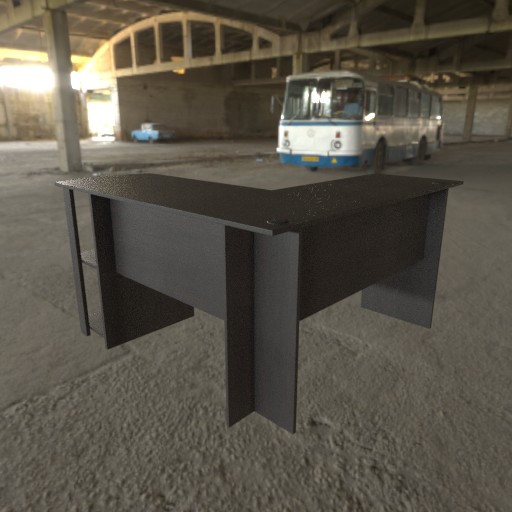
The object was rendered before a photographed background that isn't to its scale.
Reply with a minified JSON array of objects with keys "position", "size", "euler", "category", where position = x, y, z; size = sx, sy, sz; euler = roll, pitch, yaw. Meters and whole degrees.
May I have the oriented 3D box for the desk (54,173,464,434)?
[{"position":[0.000,0.000,2.116],"size":[1.361,0.716,1.303],"euler":[16,23,41],"category":"desk"}]
